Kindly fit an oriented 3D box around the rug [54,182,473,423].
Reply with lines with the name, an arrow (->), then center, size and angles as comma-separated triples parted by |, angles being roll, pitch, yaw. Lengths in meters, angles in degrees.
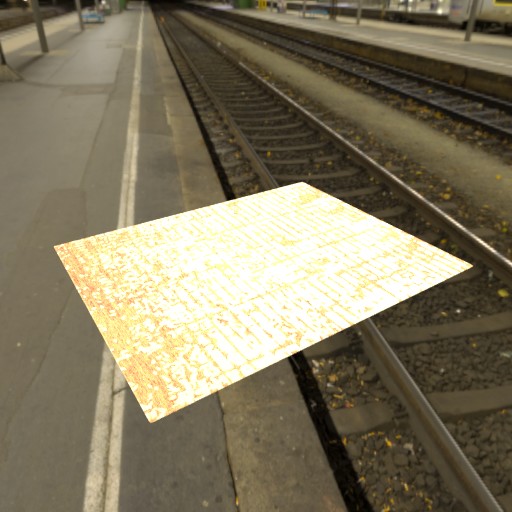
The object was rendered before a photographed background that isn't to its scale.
rug -> 0.000, 0.000, 4.115 | 3.050, 0.011, 2.441 | -19, 36, -28
